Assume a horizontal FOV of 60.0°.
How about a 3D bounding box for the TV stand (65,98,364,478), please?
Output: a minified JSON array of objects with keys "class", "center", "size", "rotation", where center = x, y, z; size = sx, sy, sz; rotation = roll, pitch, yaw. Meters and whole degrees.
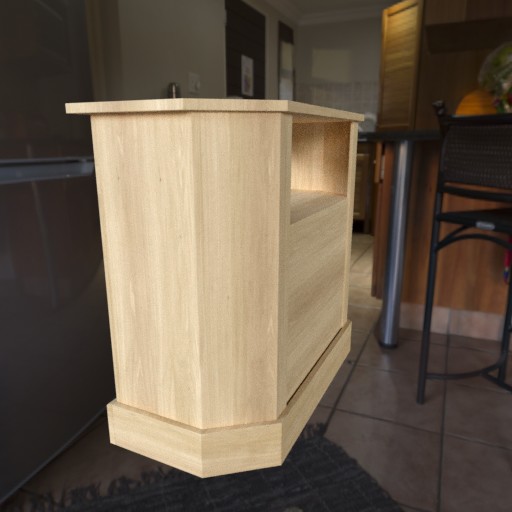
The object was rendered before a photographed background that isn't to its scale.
[{"class":"TV stand","center":[0.000,0.000,1.257],"size":[0.425,0.781,0.851],"rotation":[7,17,25]}]
